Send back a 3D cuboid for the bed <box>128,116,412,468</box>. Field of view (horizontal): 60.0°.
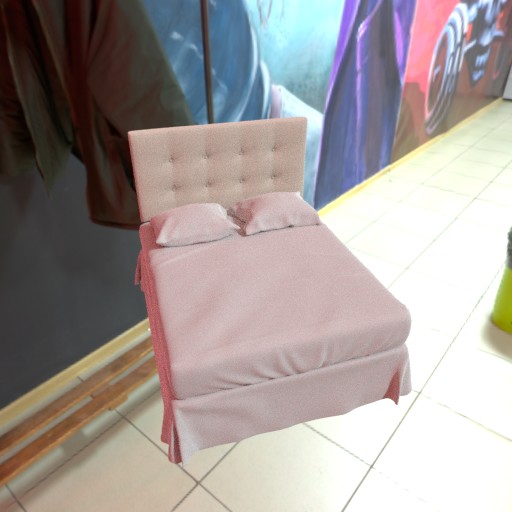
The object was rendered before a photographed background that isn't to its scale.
[{"bbox_3d":[0.000,0.000,3.527,1.936,1.577,2.222,-10,33,-15],"label":"bed"}]
